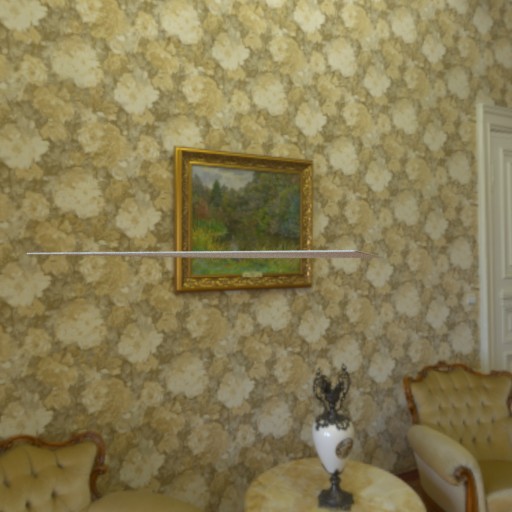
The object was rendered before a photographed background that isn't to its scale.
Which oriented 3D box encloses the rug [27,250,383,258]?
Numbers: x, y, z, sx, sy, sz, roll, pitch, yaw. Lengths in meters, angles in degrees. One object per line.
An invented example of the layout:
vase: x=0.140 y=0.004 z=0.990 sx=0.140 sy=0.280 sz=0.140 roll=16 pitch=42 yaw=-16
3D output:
rug: x=0.000 y=0.000 z=2.368 sx=1.234 sy=0.006 sz=1.850 roll=0 pitch=-1 yaw=18
